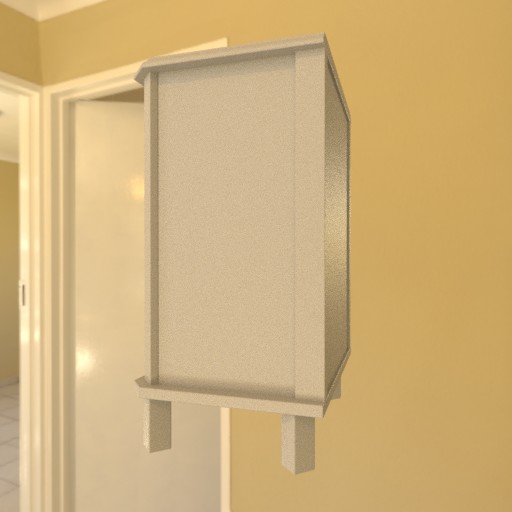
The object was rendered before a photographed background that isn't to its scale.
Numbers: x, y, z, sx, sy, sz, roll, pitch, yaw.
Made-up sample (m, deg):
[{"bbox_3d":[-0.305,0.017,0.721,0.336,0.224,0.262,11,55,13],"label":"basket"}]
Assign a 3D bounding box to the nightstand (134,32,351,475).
[{"bbox_3d":[0.000,0.000,0.927,0.350,0.680,0.450,0,0,17],"label":"nightstand"}]
